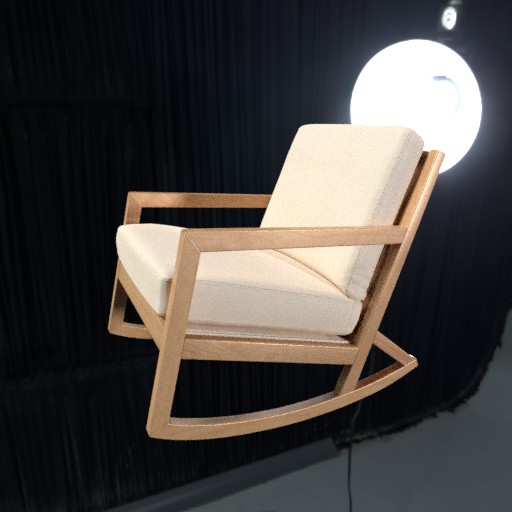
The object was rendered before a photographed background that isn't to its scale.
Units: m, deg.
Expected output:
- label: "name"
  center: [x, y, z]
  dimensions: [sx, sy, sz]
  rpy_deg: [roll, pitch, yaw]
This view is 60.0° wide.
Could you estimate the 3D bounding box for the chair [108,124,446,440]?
- label: "chair"
  center: [0.000, 0.000, 1.390]
  dimensions: [0.857, 0.790, 0.622]
  rpy_deg: [-8, 19, -25]
